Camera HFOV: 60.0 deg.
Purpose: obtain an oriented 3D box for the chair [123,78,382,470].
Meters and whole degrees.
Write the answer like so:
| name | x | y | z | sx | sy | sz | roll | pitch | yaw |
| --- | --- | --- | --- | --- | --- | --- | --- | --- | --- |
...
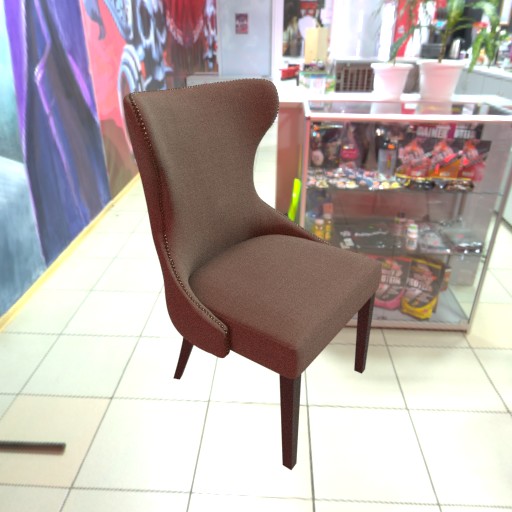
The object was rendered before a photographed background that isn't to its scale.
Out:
| name | x | y | z | sx | sy | sz | roll | pitch | yaw |
| --- | --- | --- | --- | --- | --- | --- | --- | --- | --- |
| chair | 0.000 | 0.000 | 1.370 | 0.635 | 0.967 | 0.628 | 18 | 33 | 31 |
